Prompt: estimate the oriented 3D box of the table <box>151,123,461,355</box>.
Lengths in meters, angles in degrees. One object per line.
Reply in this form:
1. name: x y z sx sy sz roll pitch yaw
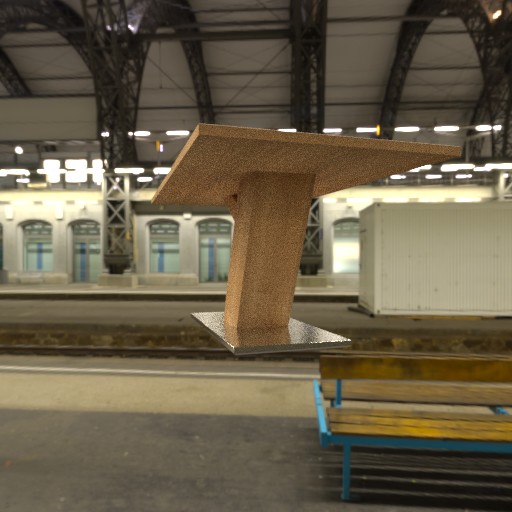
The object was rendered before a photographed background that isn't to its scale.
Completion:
1. table: 0.000 0.000 2.235 0.900 0.750 1.800 0 0 -17
